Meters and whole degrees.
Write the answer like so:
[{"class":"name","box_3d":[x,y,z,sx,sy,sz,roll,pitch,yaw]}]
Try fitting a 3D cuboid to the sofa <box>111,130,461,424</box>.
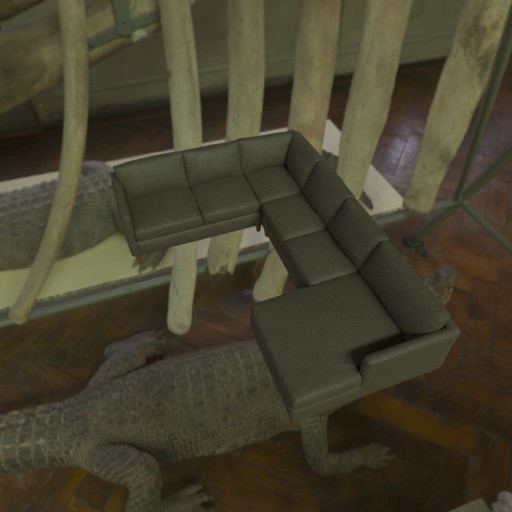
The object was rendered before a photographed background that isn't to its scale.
[{"class":"sofa","box_3d":[0.000,0.000,4.825,2.594,0.961,3.460,-15,48,-14]}]
